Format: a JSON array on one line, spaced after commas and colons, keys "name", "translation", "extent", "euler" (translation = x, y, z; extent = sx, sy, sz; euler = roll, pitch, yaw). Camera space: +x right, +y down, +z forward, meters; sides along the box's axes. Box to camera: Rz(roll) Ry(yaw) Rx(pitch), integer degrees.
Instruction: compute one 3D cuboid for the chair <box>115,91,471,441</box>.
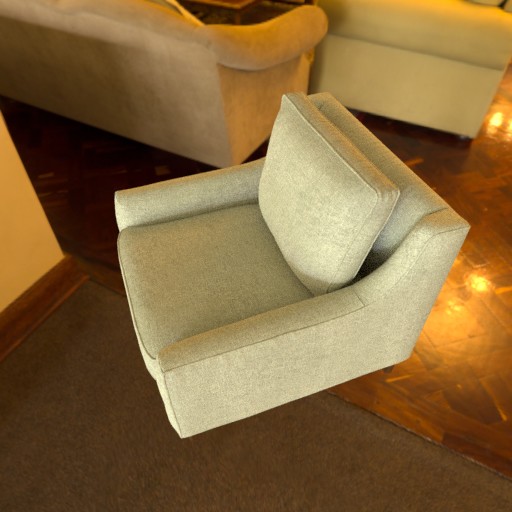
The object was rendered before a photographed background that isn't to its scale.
[{"name": "chair", "translation": [0.000, 0.000, 1.562], "extent": [0.918, 0.864, 0.838], "euler": [-15, 48, -14]}]
